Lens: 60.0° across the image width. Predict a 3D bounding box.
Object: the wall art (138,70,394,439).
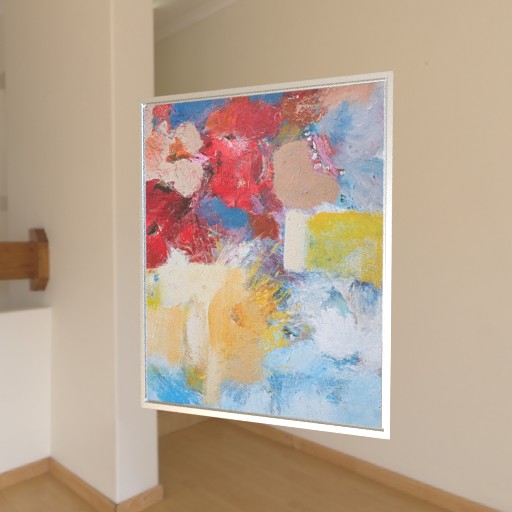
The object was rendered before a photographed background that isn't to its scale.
[{"bbox_3d":[0.000,0.000,1.393,0.816,1.046,0.030,1,2,17],"label":"wall art"}]
